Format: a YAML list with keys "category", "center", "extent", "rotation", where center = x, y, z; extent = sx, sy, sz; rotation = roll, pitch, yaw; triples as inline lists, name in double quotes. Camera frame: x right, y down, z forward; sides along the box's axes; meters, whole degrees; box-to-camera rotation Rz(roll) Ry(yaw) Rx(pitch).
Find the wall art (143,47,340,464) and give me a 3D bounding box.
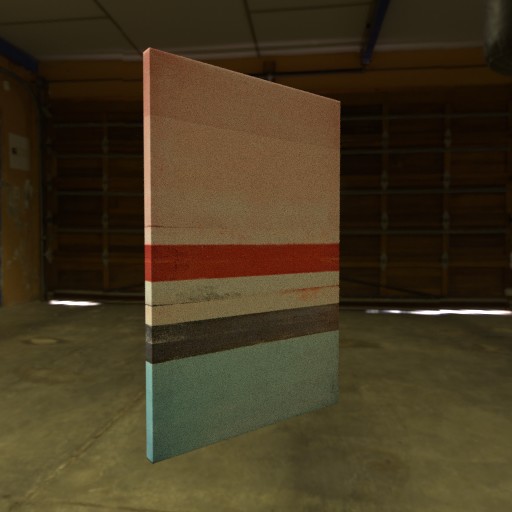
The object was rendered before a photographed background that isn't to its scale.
- category: "wall art"
  center: [0.000, 0.000, 1.173]
  extent: [0.610, 0.914, 0.038]
  rotation: [-2, 2, -38]
